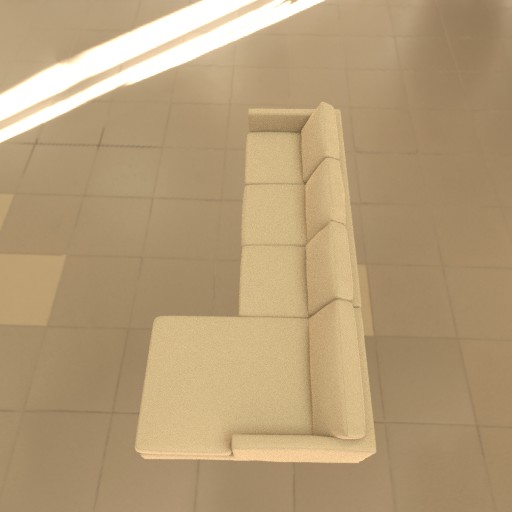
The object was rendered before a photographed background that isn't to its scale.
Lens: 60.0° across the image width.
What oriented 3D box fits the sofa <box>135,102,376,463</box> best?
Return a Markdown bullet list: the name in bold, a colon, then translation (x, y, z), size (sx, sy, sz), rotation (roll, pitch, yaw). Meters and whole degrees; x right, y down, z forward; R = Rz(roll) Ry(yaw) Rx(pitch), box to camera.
- **sofa**: translation (0.000, 0.000, 3.839), size (1.625, 0.861, 3.186), rotation (1, 59, 1)
